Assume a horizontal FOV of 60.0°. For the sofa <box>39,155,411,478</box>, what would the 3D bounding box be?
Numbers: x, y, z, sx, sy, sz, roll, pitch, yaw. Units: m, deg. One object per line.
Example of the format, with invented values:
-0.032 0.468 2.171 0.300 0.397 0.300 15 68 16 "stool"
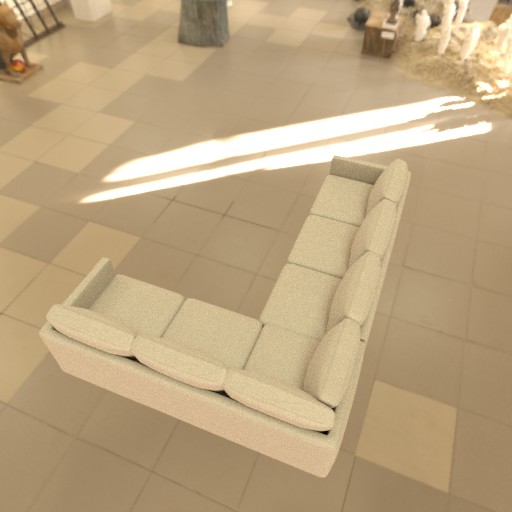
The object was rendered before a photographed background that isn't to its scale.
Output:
0.000 0.000 4.456 2.522 0.934 3.333 16 49 15 "sofa"
